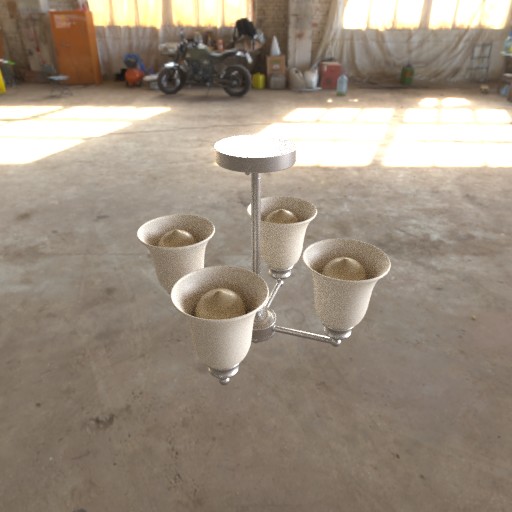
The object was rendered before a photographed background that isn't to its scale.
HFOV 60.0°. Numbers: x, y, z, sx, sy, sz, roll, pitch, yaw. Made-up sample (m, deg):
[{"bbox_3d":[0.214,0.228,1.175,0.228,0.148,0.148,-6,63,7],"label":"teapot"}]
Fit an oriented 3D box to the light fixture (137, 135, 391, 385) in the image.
[{"bbox_3d":[0.000,0.000,0.736,0.427,0.370,0.427,10,31,17],"label":"light fixture"}]
